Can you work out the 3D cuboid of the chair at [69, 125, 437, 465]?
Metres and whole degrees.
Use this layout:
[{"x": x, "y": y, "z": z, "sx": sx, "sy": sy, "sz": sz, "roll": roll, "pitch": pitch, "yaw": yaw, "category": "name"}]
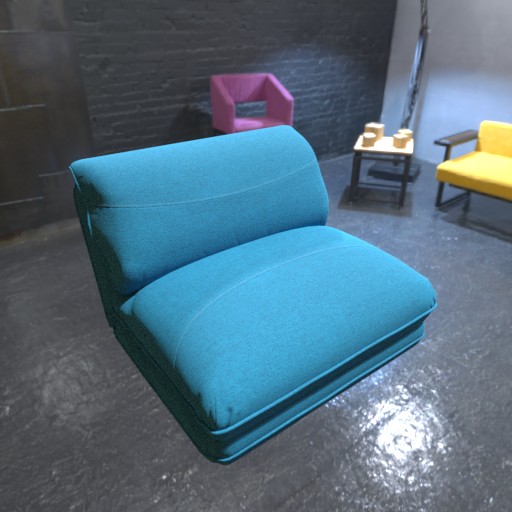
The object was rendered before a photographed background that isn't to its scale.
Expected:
[{"x": 0.000, "y": 0.000, "z": 1.315, "sx": 0.820, "sy": 0.580, "sz": 0.780, "roll": -20, "pitch": 34, "yaw": -32, "category": "chair"}]
